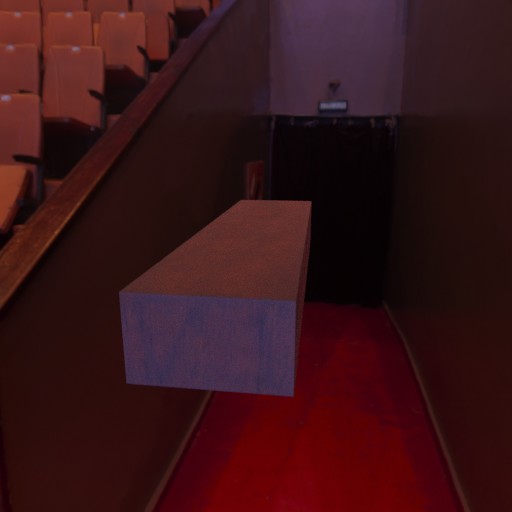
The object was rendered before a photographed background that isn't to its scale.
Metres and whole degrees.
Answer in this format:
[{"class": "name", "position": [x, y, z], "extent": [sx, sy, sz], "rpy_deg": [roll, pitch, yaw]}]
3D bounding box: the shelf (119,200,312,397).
[{"class": "shelf", "position": [0.000, 0.000, 0.672], "extent": [0.152, 0.088, 0.607], "rpy_deg": [2, 15, 8]}]
